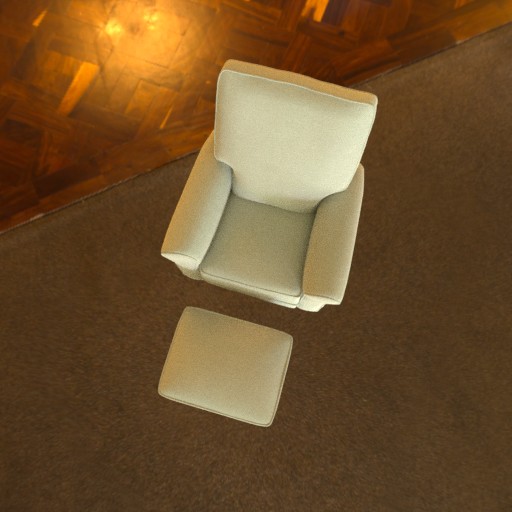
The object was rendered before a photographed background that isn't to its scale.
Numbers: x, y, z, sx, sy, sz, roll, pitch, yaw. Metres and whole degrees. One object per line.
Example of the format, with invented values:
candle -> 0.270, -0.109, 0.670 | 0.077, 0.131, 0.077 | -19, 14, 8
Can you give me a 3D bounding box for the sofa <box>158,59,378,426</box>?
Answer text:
sofa -> 0.000, 0.000, 2.084 | 0.880, 0.959, 1.478 | 15, 77, 4
